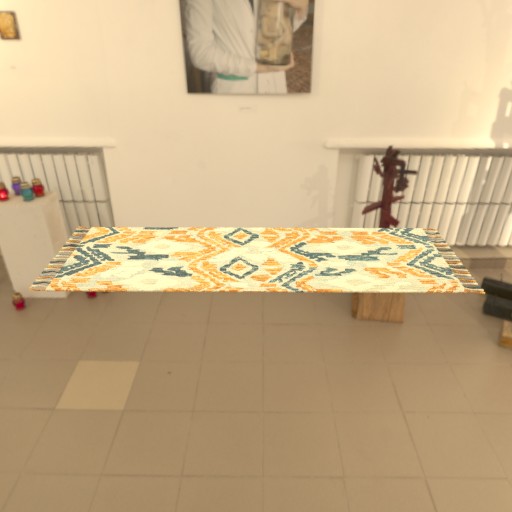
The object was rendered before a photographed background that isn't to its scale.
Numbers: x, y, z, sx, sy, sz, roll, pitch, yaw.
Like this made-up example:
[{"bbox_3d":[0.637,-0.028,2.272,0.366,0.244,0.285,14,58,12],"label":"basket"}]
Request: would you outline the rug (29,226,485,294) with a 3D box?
[{"bbox_3d":[0.000,0.000,2.684,2.437,0.010,0.783,0,30,0],"label":"rug"}]
